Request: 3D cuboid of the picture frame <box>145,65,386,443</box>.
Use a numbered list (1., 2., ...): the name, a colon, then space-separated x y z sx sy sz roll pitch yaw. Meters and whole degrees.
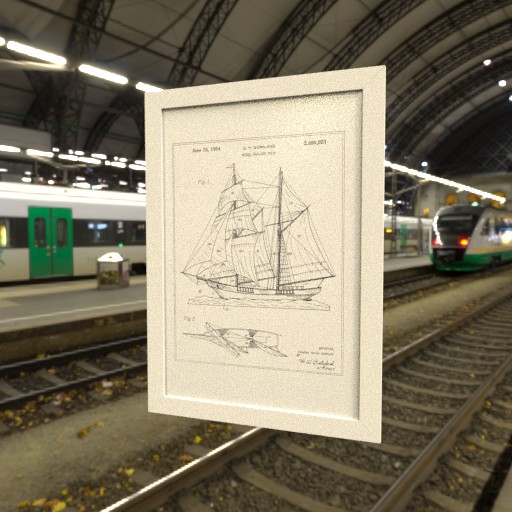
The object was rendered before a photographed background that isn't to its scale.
1. picture frame: 0.000 0.000 0.592 0.326 0.459 0.011 1 3 18
